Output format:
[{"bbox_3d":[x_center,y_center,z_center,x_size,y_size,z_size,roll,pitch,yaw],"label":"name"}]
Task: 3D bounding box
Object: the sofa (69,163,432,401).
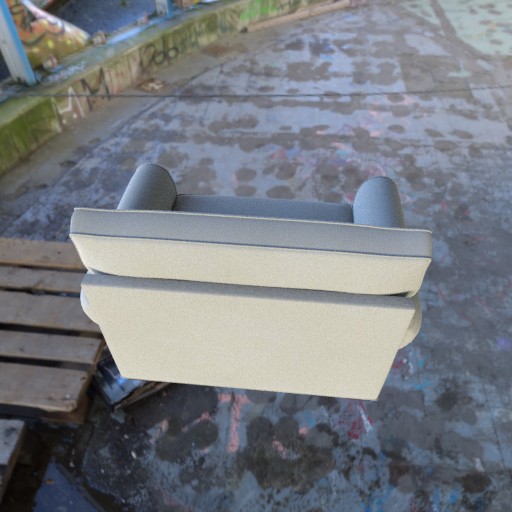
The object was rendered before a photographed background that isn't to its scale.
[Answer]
[{"bbox_3d":[0.000,0.000,2.127,1.405,1.006,0.937,4,47,4],"label":"sofa"}]
